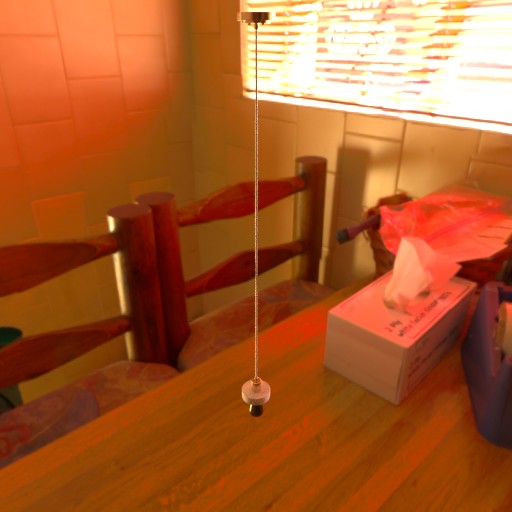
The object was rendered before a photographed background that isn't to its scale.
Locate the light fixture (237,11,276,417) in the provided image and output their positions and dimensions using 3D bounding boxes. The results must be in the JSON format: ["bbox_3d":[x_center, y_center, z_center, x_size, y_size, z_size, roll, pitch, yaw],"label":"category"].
[{"bbox_3d":[0.000,0.000,1.733,0.129,1.669,0.129,8,27,16],"label":"light fixture"}]
